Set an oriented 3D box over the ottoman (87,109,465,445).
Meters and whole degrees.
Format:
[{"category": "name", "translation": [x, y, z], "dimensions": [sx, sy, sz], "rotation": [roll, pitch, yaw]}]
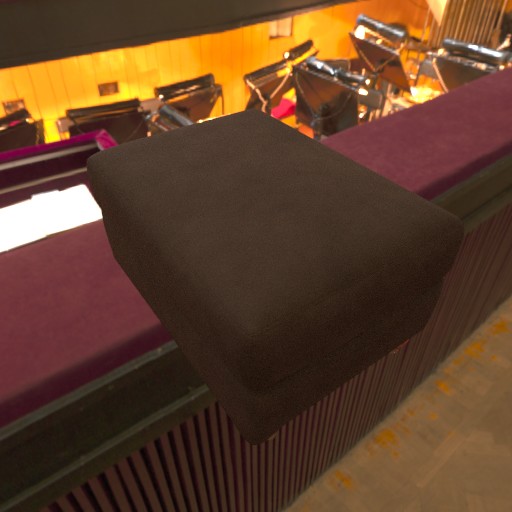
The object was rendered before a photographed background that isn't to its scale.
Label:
[{"category": "ottoman", "translation": [0.000, 0.000, 1.147], "dimensions": [0.574, 0.497, 0.773], "rotation": [-24, 46, -26]}]
